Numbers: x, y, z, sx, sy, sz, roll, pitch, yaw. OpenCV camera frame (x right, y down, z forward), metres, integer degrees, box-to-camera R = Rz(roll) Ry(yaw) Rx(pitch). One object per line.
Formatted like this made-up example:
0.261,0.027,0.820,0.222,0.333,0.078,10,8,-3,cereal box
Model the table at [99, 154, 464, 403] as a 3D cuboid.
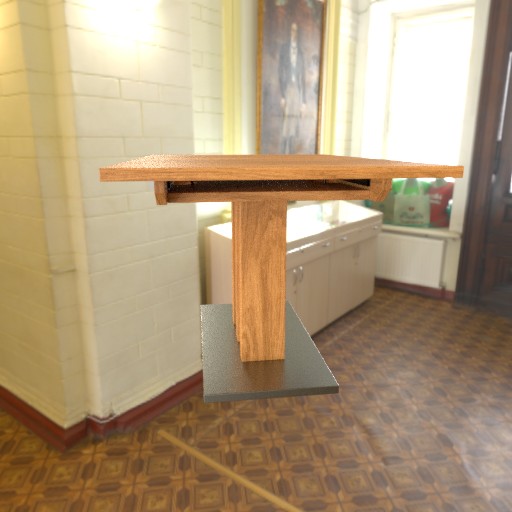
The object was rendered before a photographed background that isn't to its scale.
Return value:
0.000,0.000,1.792,0.900,0.770,1.300,-2,14,-7,table
